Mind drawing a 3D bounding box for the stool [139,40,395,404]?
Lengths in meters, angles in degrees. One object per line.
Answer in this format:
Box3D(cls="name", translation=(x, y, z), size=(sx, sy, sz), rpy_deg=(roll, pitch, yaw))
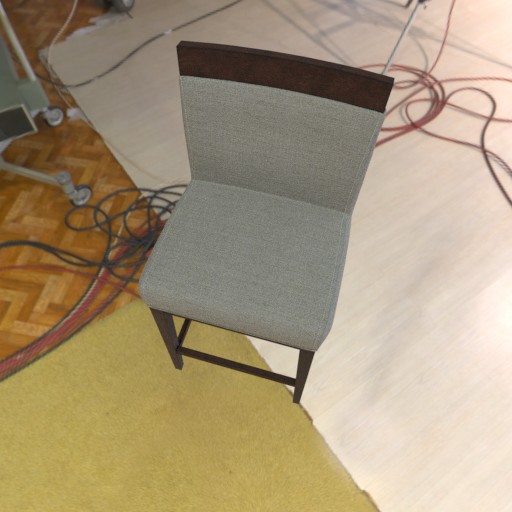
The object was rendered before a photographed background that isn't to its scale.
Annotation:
Box3D(cls="stool", translation=(0.000, 0.000, 1.325), size=(0.512, 1.009, 0.531), rpy_deg=(14, 59, 8))
